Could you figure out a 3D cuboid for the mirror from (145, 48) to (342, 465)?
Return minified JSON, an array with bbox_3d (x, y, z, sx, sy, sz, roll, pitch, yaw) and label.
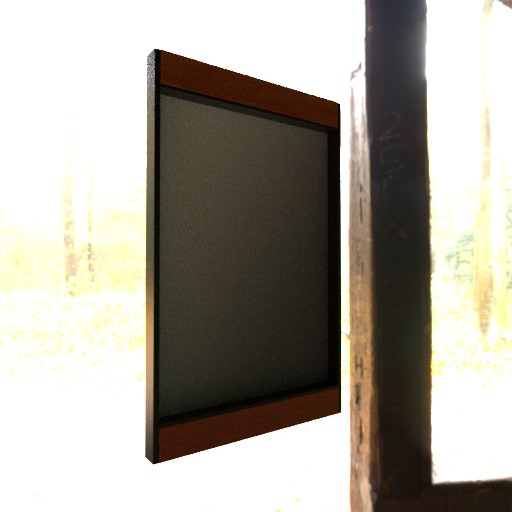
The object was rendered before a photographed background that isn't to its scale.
[{"bbox_3d":[0.000,0.000,1.043,0.525,0.823,0.047,1,-1,-35],"label":"mirror"}]
